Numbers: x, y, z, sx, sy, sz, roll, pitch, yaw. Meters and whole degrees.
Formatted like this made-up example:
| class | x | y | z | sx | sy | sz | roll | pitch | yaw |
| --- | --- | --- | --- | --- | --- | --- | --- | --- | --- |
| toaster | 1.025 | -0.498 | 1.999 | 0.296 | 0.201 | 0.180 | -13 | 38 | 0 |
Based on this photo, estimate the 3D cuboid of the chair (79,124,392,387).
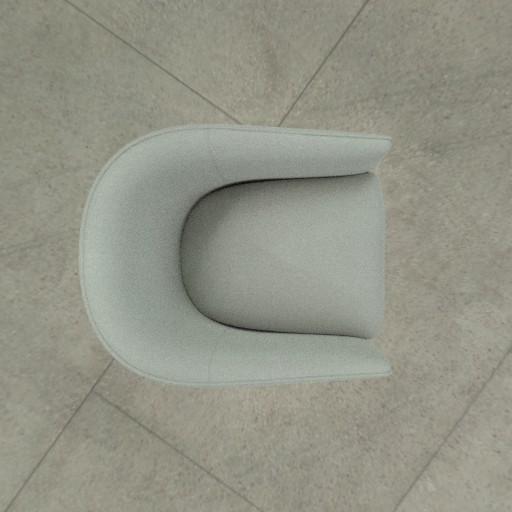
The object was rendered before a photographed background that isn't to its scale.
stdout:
| class | x | y | z | sx | sy | sz | roll | pitch | yaw |
| --- | --- | --- | --- | --- | --- | --- | --- | --- | --- |
| chair | 0.000 | 0.000 | 1.470 | 0.875 | 0.799 | 0.747 | 0 | 90 | 0 |
